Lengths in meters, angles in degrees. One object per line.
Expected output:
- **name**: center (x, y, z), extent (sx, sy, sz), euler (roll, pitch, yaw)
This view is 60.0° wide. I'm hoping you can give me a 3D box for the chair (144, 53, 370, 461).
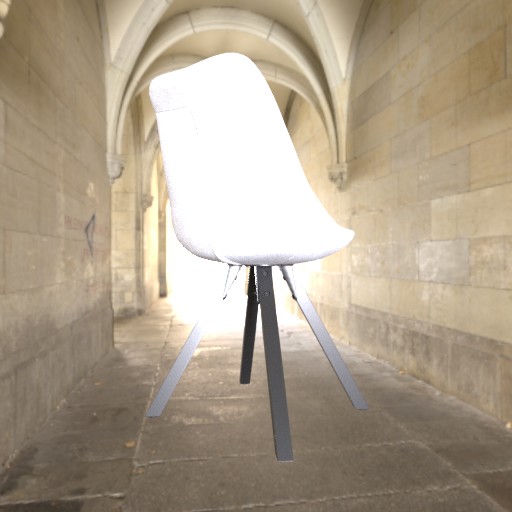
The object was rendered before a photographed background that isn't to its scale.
- **chair**: center (0.000, 0.000, 1.191), extent (0.485, 0.850, 0.550), euler (0, 0, 36)
